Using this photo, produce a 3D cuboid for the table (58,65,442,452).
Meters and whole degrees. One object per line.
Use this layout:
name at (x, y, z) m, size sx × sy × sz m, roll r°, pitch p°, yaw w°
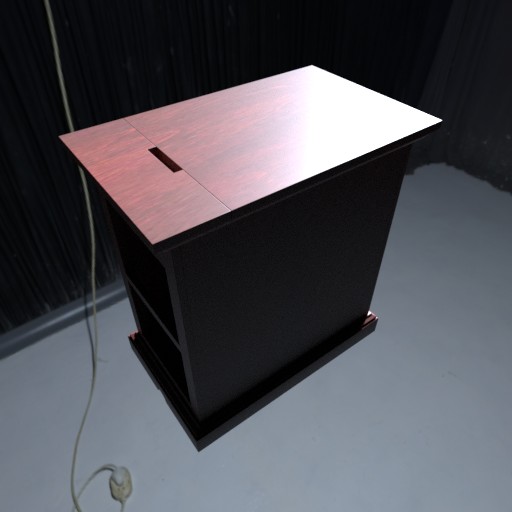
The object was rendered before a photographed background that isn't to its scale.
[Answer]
table at (0.000, 0.000, 0.992) m, size 0.584 × 0.612 × 0.356 m, roll -26°, pitch 48°, yaw -26°
